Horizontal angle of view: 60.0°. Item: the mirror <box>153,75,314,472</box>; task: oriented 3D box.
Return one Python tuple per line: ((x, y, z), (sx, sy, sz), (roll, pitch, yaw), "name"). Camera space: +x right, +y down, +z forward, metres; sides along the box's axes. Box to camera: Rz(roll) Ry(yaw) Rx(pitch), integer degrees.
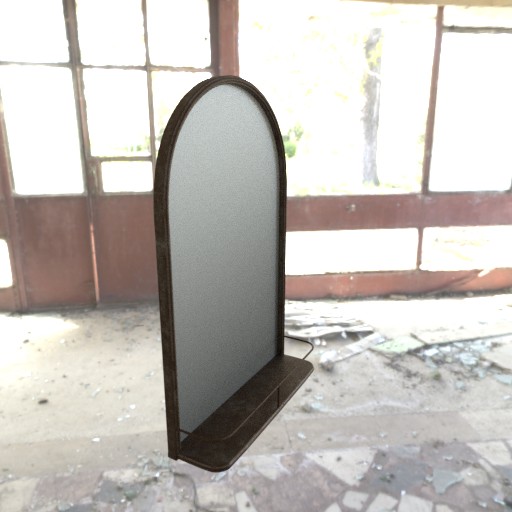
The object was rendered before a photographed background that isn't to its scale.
((0.000, 0.000, 1.009), (0.137, 0.770, 0.510), (8, 17, 28), "mirror")
